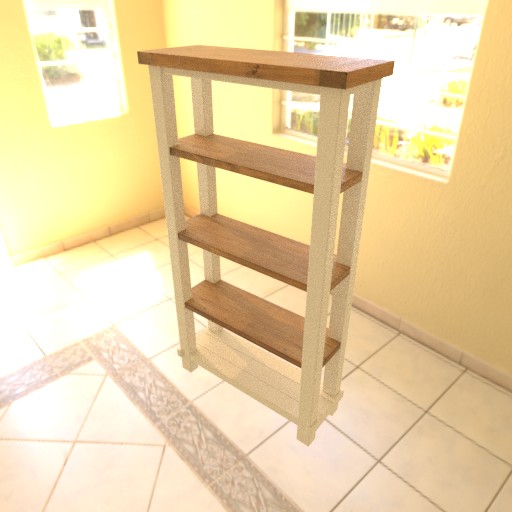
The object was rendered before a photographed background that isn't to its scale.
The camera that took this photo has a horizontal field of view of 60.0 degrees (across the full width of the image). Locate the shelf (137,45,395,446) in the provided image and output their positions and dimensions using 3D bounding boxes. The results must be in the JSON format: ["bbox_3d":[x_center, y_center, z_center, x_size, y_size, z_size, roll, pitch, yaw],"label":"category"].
[{"bbox_3d":[0.000,0.000,2.265,1.022,1.878,0.381,21,37,32],"label":"shelf"}]
